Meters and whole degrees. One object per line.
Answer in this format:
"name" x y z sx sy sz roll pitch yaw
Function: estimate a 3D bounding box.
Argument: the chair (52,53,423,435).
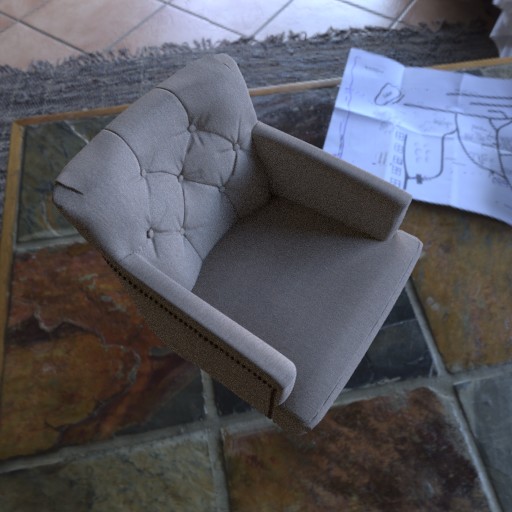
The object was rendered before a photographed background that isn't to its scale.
"chair" 0.000 0.000 1.461 0.902 0.823 0.737 31 64 17
